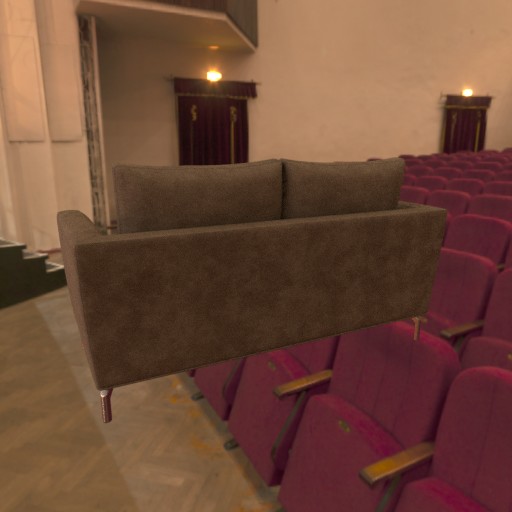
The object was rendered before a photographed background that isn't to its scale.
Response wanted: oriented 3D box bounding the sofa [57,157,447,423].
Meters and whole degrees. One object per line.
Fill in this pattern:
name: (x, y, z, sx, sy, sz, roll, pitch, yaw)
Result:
sofa: (0.000, 0.000, 2.324, 1.832, 1.013, 0.855, -7, 16, -26)
